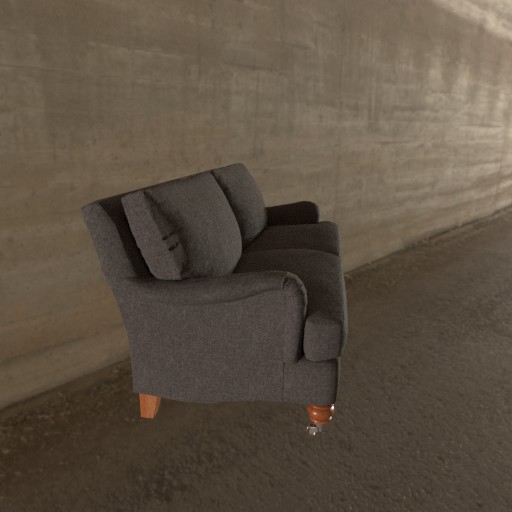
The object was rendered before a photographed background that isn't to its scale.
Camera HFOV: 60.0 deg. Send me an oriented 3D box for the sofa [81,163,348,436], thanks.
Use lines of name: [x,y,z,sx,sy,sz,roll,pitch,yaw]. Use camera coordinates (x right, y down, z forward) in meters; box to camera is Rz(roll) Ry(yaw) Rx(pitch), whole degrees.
sofa: [0.000,0.000,2.784,1.087,1.054,2.160,2,15,9]
